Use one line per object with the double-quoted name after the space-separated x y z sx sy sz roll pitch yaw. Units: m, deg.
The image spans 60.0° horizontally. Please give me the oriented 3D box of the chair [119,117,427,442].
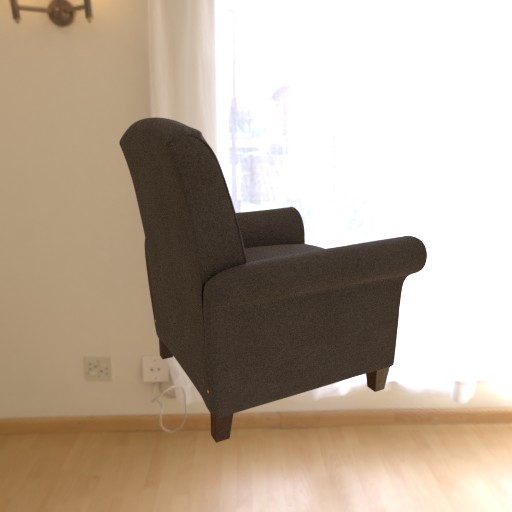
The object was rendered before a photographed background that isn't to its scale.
0.000 0.000 1.814 0.905 1.061 0.978 -7 16 -26 "chair"
